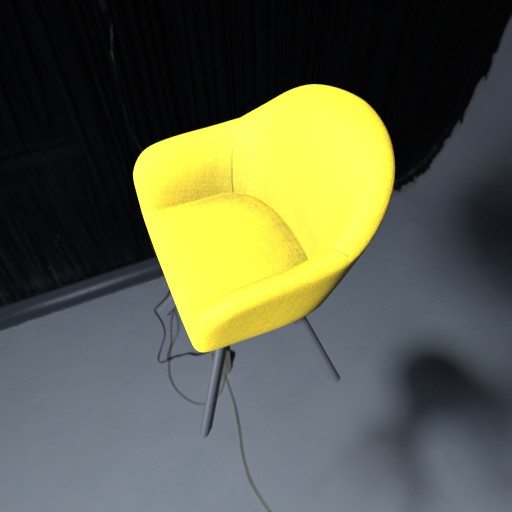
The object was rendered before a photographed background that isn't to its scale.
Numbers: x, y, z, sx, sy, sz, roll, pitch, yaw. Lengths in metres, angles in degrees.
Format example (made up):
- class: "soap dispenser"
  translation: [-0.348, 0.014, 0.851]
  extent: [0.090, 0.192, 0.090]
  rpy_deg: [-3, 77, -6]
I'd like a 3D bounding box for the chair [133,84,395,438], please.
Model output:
- class: "chair"
  translation: [0.000, 0.000, 1.193]
  extent: [0.550, 0.795, 0.590]
  rpy_deg: [-17, 49, -16]
